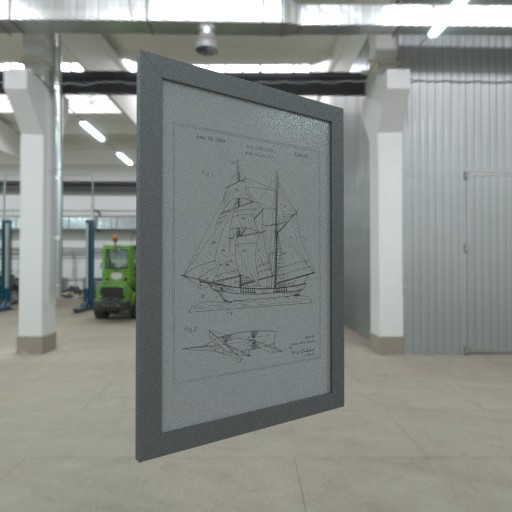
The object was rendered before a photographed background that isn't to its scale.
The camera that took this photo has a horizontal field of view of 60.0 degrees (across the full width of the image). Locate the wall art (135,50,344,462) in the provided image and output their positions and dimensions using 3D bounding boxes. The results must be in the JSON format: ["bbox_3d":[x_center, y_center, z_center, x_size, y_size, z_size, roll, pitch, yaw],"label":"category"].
[{"bbox_3d":[0.000,0.000,0.688,0.380,0.534,0.013,1,-1,-36],"label":"wall art"}]
